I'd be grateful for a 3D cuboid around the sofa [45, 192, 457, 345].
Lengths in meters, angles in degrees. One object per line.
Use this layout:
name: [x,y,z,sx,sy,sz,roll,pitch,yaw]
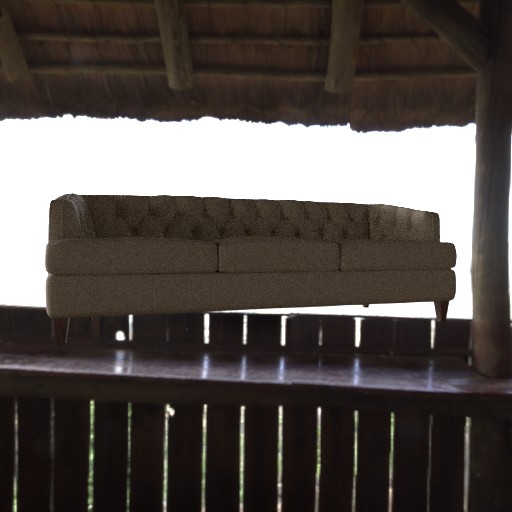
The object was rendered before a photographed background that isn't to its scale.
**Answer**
sofa: [0.000,0.000,2.687,2.235,0.788,0.913,0,1,-18]
